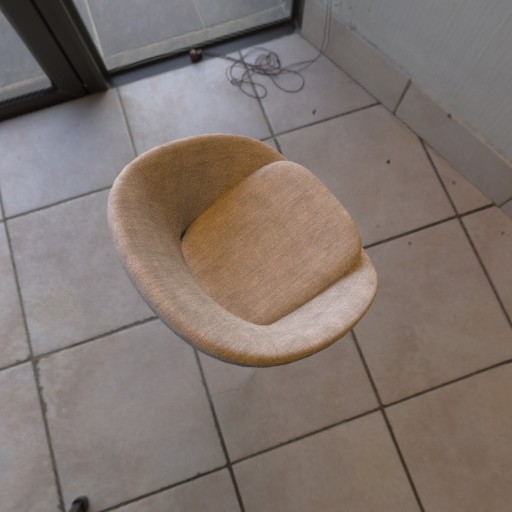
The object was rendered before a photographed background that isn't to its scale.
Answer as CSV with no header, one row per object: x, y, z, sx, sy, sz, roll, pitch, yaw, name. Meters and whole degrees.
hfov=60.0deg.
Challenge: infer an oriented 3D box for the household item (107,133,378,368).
0.000,0.000,1.299,0.587,0.869,0.643,-37,78,-9,household item
